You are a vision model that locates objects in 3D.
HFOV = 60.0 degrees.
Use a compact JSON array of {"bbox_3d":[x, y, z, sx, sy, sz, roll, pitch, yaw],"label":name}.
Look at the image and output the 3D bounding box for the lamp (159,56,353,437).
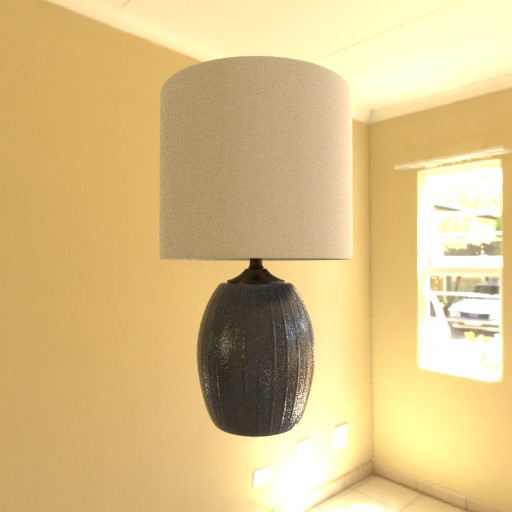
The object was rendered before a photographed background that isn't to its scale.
[{"bbox_3d":[0.000,0.000,0.770,0.329,0.570,0.329,-1,-2,37],"label":"lamp"}]
